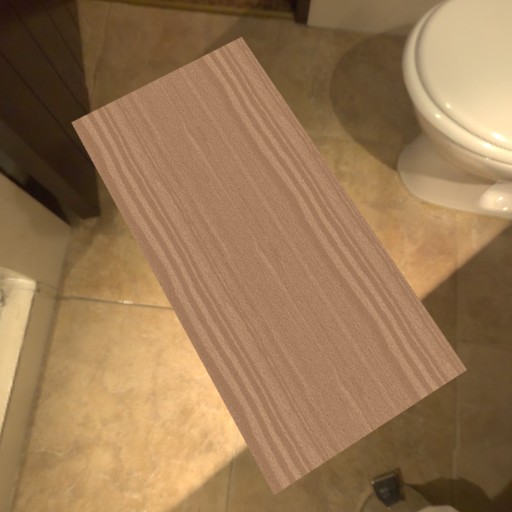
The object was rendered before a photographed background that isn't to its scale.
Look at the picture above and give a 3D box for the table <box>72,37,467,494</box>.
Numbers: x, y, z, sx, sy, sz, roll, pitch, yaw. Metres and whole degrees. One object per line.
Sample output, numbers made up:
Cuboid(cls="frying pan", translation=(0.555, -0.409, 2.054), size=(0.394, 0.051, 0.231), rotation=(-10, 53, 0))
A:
Cuboid(cls="table", translation=(0.000, 0.000, 1.484), size=(0.600, 0.450, 1.200), rotation=(-30, 78, -7))
